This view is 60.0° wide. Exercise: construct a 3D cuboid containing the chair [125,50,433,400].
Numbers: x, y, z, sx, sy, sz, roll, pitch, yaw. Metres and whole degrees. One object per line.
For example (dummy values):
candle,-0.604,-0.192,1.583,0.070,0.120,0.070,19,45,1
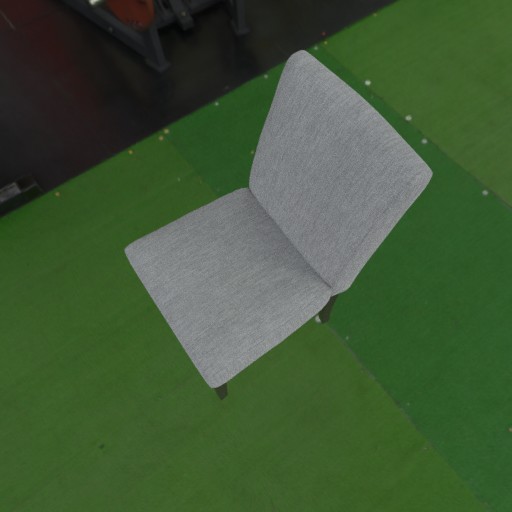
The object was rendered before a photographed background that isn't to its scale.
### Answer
chair,0.000,0.000,1.302,0.629,0.884,0.487,-32,69,-14
